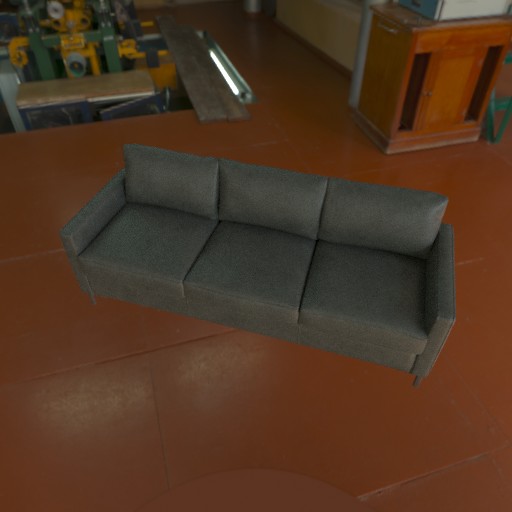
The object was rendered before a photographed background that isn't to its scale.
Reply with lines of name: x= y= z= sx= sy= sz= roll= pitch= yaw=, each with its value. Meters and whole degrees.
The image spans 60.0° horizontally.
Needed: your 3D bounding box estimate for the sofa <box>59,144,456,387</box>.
sofa: x=0.000 y=0.000 z=2.463 sx=2.029 sy=0.805 sz=0.748 roll=12 pitch=44 yaw=12
